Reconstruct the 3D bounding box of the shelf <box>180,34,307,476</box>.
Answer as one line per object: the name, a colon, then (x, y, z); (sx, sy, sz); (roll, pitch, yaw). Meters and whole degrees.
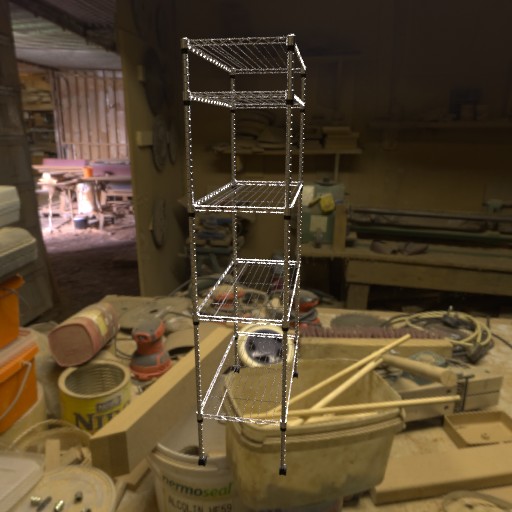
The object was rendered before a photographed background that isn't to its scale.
shelf: (0.000, 0.000, 1.905); (0.356, 1.587, 0.762); (2, 16, 9)
